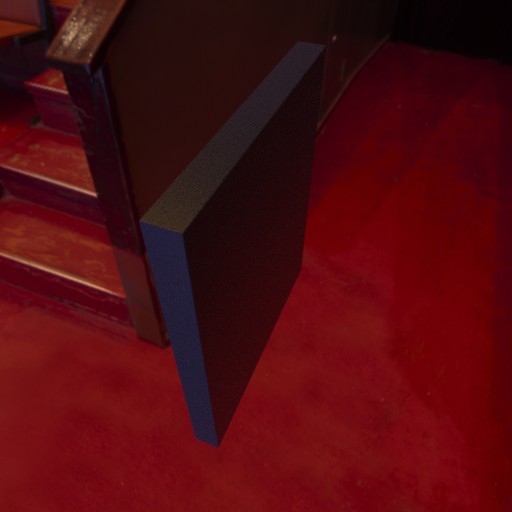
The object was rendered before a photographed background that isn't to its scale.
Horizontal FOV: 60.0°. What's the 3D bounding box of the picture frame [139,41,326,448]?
[{"bbox_3d":[0.000,0.000,0.534,0.034,0.378,0.328,17,49,15],"label":"picture frame"}]
